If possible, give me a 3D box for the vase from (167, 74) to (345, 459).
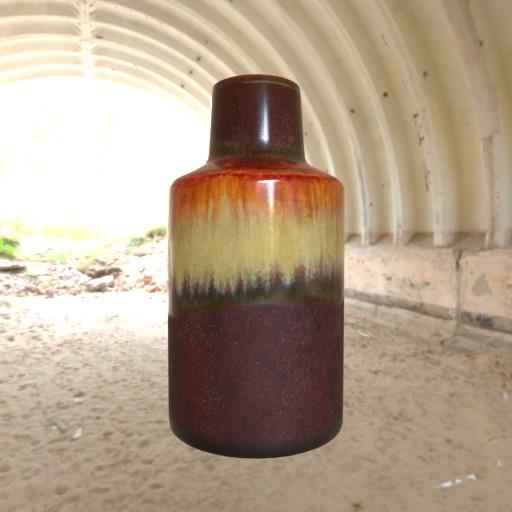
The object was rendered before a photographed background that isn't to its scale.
[{"bbox_3d":[0.000,0.000,0.275,0.108,0.204,0.108,0,2,0],"label":"vase"}]
